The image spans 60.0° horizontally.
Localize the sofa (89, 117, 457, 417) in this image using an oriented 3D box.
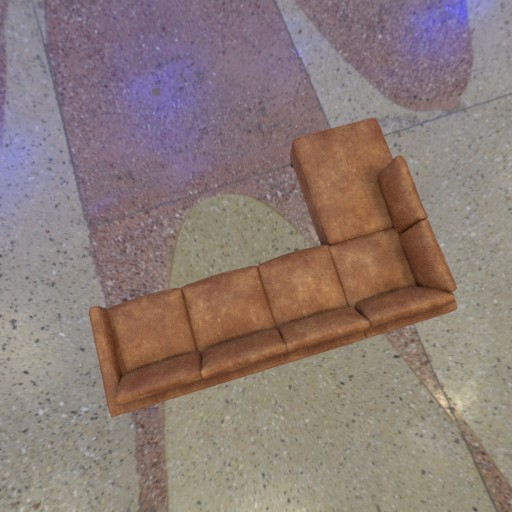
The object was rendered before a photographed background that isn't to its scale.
[{"bbox_3d":[0.000,0.000,3.982,2.984,0.877,1.938,-16,77,-4],"label":"sofa"}]
